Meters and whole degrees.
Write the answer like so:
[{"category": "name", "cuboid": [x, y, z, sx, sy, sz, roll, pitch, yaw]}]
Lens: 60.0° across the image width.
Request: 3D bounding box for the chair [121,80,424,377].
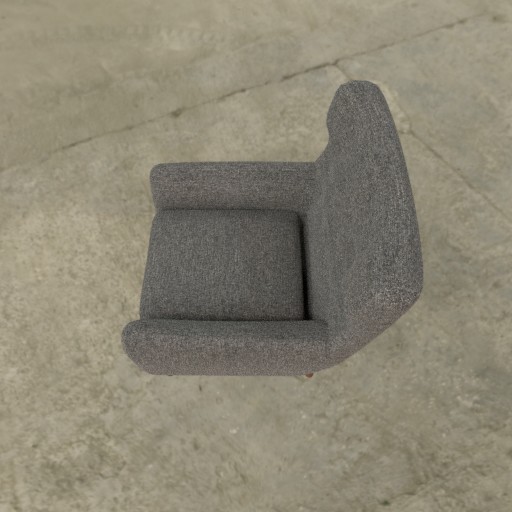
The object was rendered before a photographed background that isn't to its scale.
[{"category": "chair", "cuboid": [0.000, 0.000, 1.772, 0.940, 1.039, 0.889, 0, 58, 0]}]
